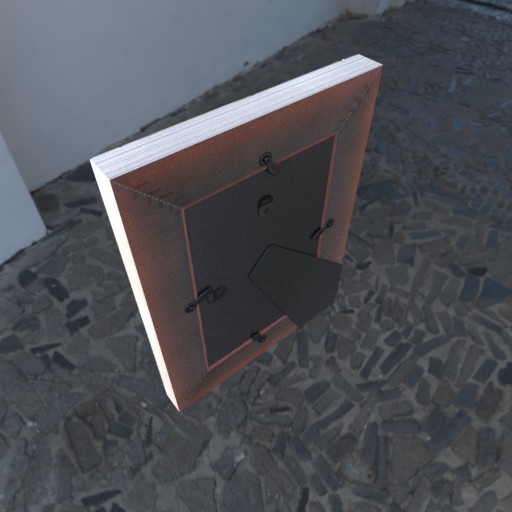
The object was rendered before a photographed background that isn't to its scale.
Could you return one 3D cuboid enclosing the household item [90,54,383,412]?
[{"bbox_3d":[0.000,0.000,0.294,0.165,0.216,0.025,-31,54,-25],"label":"household item"}]
